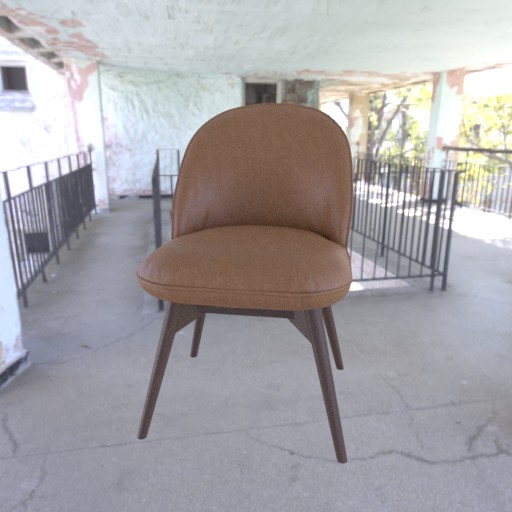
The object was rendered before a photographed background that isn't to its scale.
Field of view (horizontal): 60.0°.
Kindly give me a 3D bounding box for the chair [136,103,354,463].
[{"bbox_3d":[0.000,0.000,1.210,0.521,0.831,0.631,3,15,9],"label":"chair"}]
